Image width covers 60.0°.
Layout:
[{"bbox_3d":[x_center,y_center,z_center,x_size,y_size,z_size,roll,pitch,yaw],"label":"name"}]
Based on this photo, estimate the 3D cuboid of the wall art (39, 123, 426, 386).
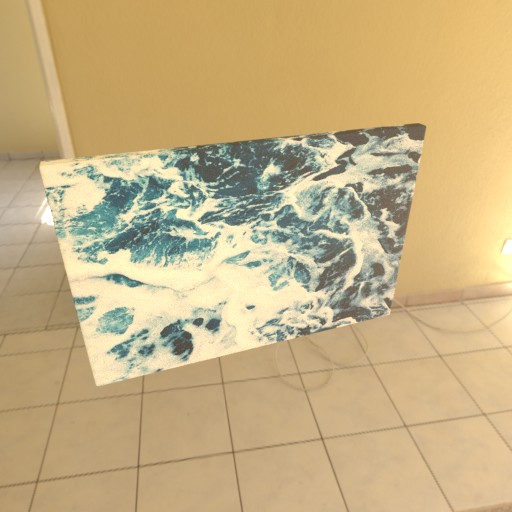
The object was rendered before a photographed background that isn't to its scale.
[{"bbox_3d":[0.000,0.000,1.946,1.524,1.017,0.055,-10,32,-17],"label":"wall art"}]
